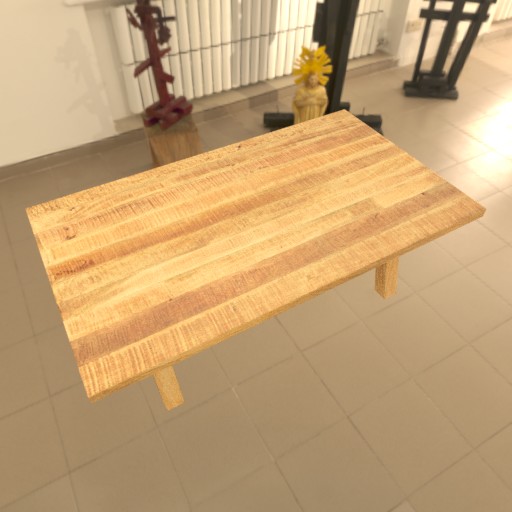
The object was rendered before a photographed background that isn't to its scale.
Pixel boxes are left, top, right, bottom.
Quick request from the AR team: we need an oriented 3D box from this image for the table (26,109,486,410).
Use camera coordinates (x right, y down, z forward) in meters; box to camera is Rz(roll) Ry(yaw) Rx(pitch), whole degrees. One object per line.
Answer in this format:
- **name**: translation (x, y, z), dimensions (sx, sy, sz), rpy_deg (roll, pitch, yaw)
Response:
- **table**: translation (0.000, 0.000, 1.628), dimensions (1.320, 0.455, 0.760), rpy_deg (-23, 51, -20)
